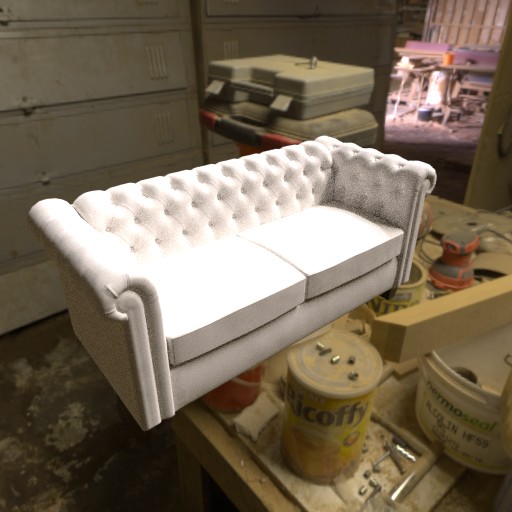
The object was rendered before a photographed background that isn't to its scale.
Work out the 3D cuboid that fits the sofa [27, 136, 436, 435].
[{"bbox_3d":[0.000,0.000,2.191,1.798,0.796,0.771,-22,36,-33],"label":"sofa"}]
